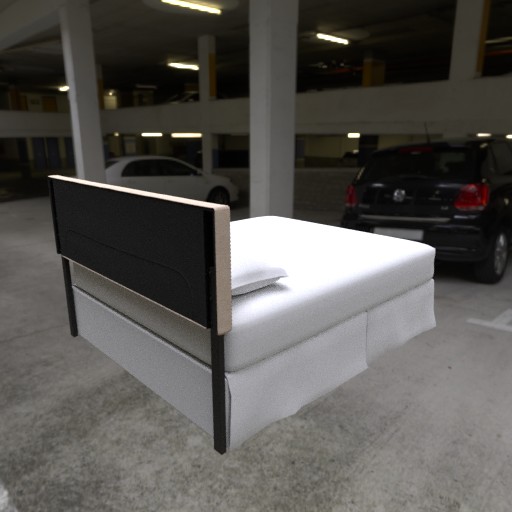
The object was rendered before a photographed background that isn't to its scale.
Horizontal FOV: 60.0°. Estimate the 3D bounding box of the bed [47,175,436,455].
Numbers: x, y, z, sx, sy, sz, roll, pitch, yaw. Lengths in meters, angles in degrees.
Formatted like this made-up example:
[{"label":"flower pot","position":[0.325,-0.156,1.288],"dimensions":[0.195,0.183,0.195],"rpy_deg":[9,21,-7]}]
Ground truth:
[{"label":"bed","position":[0.000,0.000,2.802],"dimensions":[1.876,1.016,1.616],"rpy_deg":[-14,21,-42]}]
